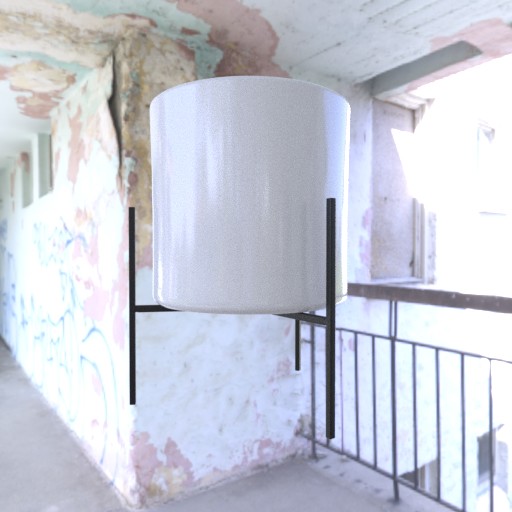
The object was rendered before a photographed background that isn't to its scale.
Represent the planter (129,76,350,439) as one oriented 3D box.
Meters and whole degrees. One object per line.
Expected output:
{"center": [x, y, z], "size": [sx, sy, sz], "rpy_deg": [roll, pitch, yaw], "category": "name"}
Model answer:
{"center": [0.000, 0.000, 0.732], "size": [0.360, 0.480, 0.361], "rpy_deg": [-1, 1, -35], "category": "planter"}
